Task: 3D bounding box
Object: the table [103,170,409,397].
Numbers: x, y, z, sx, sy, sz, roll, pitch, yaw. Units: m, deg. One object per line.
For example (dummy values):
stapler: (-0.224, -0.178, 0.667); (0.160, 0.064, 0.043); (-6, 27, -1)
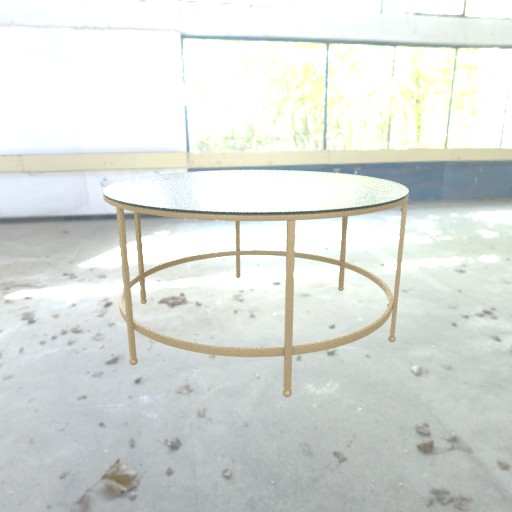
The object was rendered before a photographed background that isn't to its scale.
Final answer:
table: (0.000, 0.000, 1.461); (0.914, 0.470, 0.914); (0, 17, 0)
